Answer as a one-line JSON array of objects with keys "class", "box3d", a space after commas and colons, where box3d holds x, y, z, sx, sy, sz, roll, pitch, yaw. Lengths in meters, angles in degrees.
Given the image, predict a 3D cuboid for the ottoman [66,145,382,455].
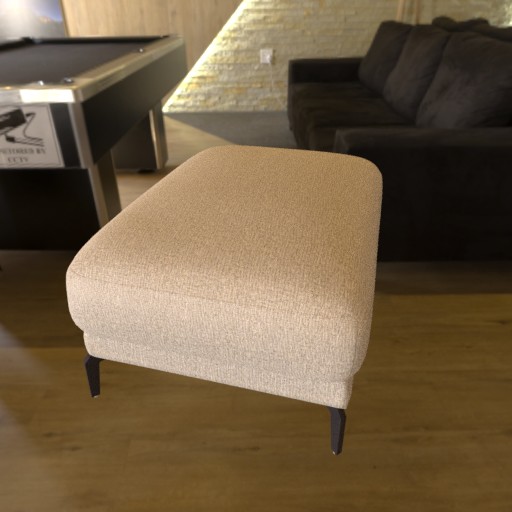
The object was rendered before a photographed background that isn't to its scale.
[{"class": "ottoman", "box3d": [0.000, 0.000, 1.095, 0.568, 0.420, 0.772, 8, 31, 13]}]
